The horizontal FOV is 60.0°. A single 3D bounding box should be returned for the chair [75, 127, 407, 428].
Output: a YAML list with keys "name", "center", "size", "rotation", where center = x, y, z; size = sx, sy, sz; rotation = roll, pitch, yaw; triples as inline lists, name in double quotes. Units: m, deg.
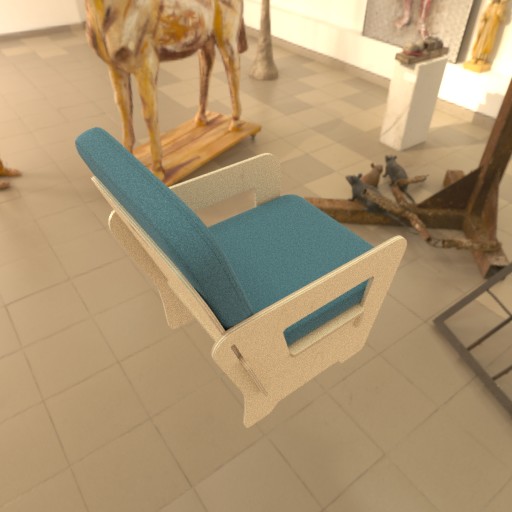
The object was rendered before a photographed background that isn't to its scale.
- name: "chair"
  center: [0.000, 0.000, 1.179]
  size: [0.657, 0.747, 0.547]
  rotation: [-26, 47, -27]
